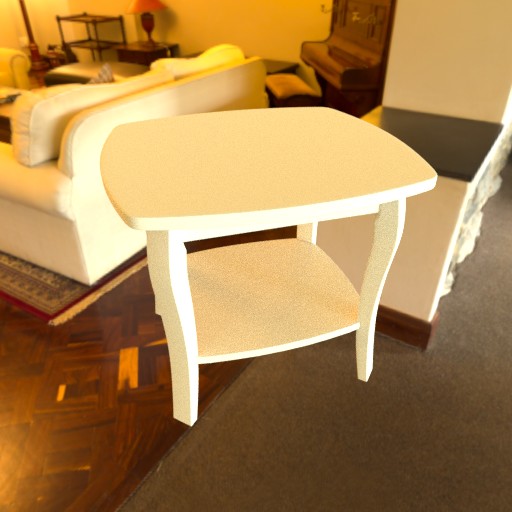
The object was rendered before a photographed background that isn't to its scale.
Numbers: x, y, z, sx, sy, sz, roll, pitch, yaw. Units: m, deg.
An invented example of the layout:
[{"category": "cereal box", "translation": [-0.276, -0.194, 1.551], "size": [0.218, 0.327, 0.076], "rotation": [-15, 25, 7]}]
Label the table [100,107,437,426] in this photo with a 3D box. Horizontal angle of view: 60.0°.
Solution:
[{"category": "table", "translation": [0.000, 0.000, 0.861], "size": [0.502, 0.438, 0.451], "rotation": [-9, 34, -14]}]
